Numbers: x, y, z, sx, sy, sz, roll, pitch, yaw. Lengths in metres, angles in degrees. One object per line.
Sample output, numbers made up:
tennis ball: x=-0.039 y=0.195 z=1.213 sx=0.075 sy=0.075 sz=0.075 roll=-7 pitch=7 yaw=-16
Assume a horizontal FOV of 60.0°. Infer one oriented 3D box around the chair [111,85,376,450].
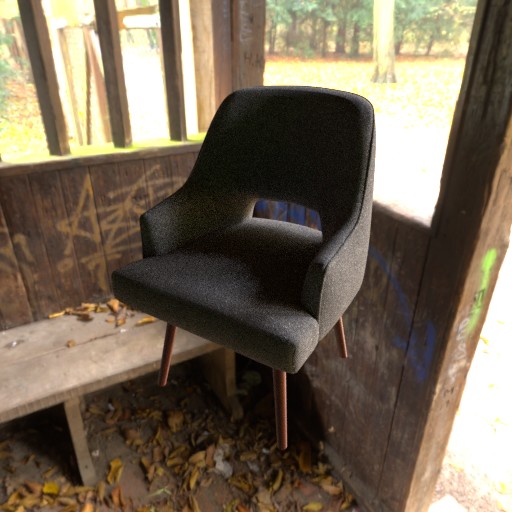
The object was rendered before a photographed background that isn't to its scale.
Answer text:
chair: x=0.000 y=0.000 z=1.298 sx=0.608 sy=0.875 sz=0.629 roll=16 pitch=32 yaw=28
